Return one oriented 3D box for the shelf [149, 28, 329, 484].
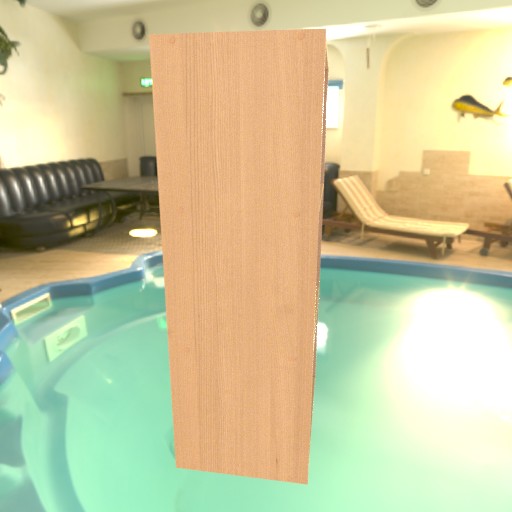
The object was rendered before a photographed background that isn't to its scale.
[{"bbox_3d":[0.000,0.000,1.035,0.292,0.876,0.417,3,17,9],"label":"shelf"}]
